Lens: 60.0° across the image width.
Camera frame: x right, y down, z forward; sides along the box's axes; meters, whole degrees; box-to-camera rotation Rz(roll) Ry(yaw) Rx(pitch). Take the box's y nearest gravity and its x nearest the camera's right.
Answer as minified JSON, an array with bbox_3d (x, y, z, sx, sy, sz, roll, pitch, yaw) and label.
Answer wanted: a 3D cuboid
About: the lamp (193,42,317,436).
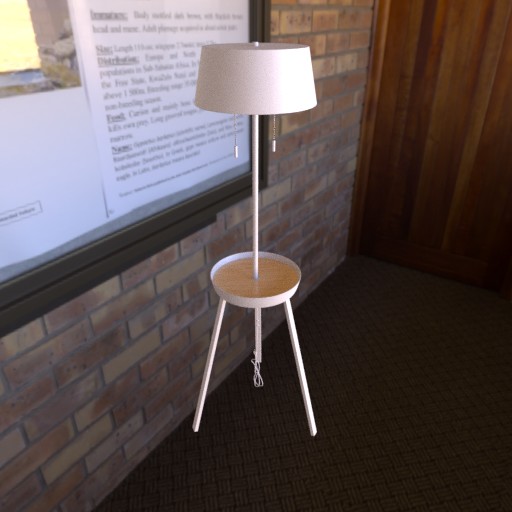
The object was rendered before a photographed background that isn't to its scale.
[{"bbox_3d":[0.000,0.000,1.635,0.508,1.429,0.468,1,29,2],"label":"lamp"}]
